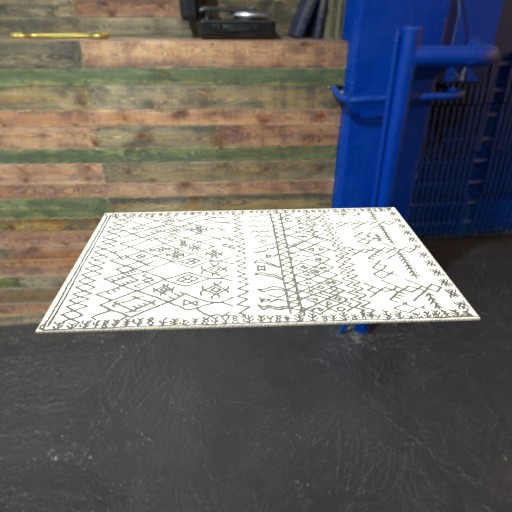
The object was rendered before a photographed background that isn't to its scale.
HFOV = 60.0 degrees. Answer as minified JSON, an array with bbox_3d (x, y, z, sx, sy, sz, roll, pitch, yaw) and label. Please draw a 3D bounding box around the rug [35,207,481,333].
[{"bbox_3d":[0.000,0.000,3.084,2.444,0.012,1.526,-1,30,-2],"label":"rug"}]
